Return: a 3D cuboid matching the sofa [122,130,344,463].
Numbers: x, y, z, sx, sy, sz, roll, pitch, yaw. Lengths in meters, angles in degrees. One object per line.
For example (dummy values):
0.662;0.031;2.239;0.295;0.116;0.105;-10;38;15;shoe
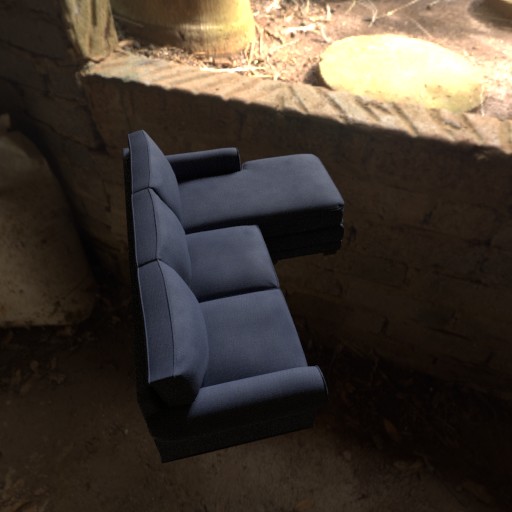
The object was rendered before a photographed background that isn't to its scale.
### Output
0.000;0.000;3.371;1.780;1.063;2.567;-10;47;-9;sofa
